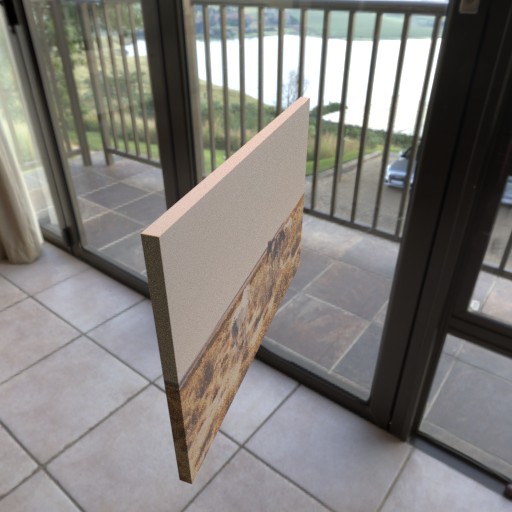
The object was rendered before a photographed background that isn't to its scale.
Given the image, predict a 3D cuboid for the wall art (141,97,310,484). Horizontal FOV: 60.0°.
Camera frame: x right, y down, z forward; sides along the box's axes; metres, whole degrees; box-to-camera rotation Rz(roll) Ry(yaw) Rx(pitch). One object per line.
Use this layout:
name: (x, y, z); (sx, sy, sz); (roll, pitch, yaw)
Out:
wall art: (0.000, 0.000, 1.926); (0.051, 1.016, 1.520); (11, 34, 16)
